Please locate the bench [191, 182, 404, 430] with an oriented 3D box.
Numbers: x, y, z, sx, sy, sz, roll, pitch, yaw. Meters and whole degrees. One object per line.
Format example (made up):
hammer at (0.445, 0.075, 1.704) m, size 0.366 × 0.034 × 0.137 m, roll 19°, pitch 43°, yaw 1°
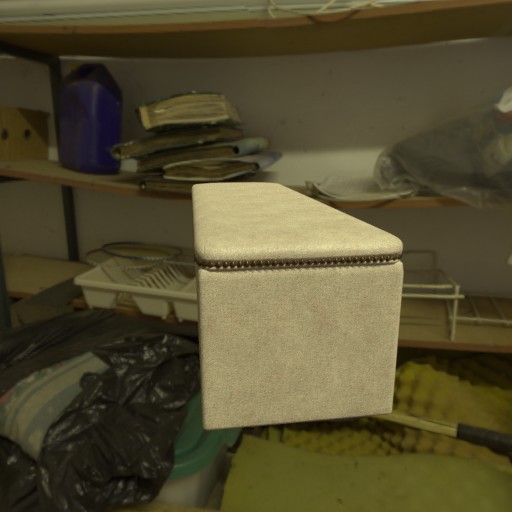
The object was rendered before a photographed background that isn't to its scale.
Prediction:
bench at (0.000, 0.000, 1.691) m, size 0.470 × 0.447 × 1.482 m, roll -2°, pitch 14°, yaw -8°
